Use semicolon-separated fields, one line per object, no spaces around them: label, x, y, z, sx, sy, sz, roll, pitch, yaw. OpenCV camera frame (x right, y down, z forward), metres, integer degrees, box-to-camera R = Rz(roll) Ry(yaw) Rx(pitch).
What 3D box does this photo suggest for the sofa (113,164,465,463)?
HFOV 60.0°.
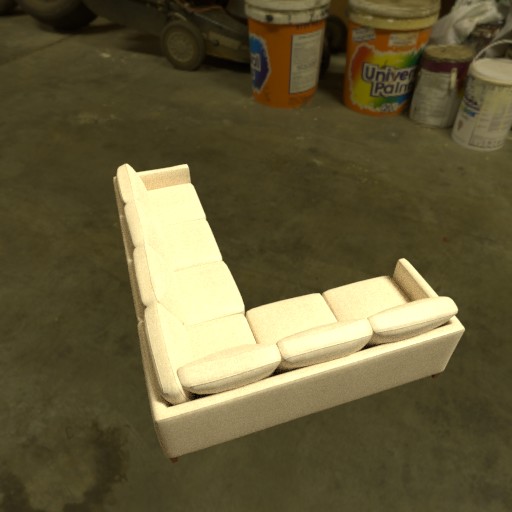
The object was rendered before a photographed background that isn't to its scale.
sofa;0.000;0.000;4.627;2.593;0.947;3.302;-13;44;-13
